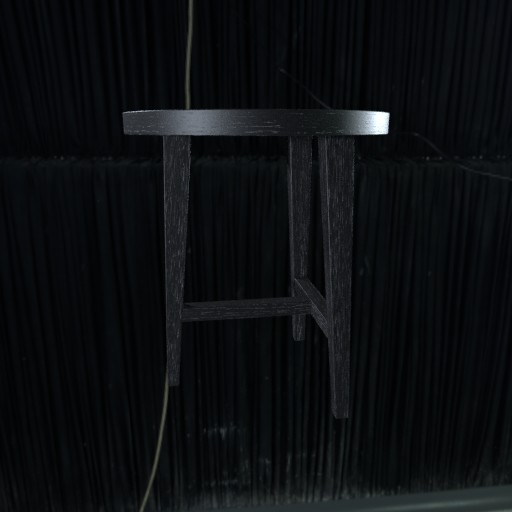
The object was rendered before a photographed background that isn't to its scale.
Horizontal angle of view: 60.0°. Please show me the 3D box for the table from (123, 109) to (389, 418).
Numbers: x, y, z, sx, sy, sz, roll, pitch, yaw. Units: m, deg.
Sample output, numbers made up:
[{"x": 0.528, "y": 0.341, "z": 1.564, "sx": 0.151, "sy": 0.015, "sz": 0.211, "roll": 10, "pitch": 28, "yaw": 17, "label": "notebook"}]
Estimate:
[{"x": 0.000, "y": 0.000, "z": 0.754, "sx": 0.399, "sy": 0.460, "sz": 0.399, "roll": 0, "pitch": 16, "yaw": 0, "label": "table"}]
